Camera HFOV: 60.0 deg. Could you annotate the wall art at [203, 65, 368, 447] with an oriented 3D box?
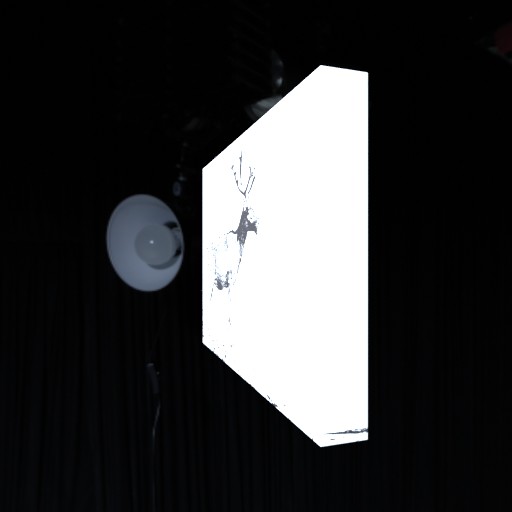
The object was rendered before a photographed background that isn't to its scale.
[{"bbox_3d":[0.000,0.000,0.487,0.038,0.259,0.381,0,0,-19],"label":"wall art"}]
